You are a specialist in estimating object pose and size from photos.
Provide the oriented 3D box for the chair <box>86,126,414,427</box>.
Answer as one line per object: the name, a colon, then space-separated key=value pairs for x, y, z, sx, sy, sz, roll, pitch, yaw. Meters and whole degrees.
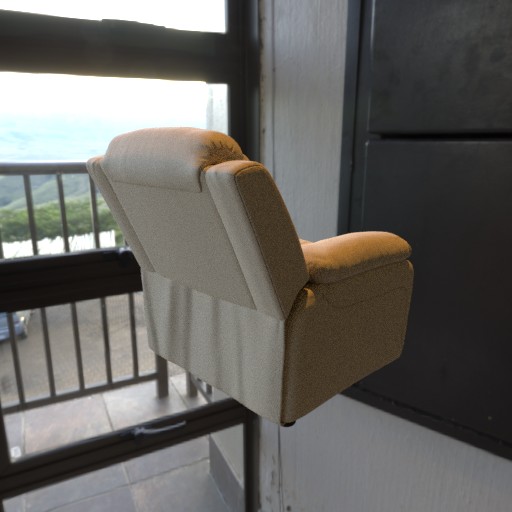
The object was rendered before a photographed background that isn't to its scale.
chair: x=0.000 y=0.000 z=1.273 sx=0.709 sy=0.702 sz=0.680 roll=-14 pitch=20 yaw=-43
